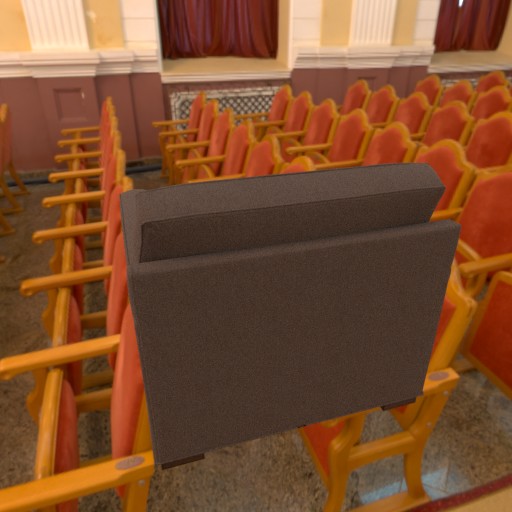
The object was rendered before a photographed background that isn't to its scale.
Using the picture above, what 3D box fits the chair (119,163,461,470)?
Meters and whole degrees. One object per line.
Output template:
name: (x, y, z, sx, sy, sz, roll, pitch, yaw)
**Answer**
chair: (0.000, 0.000, 1.776, 0.997, 0.913, 1.043, -8, 29, -16)
